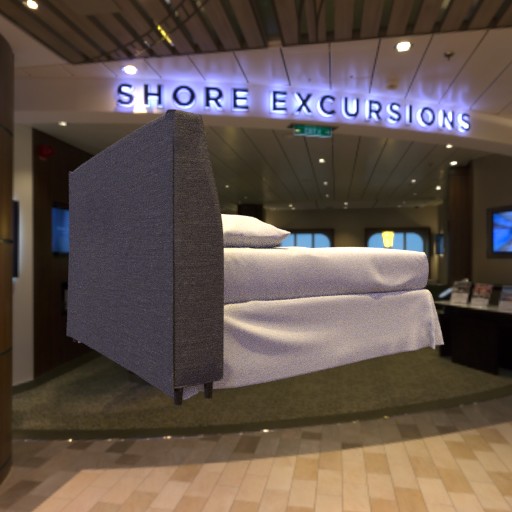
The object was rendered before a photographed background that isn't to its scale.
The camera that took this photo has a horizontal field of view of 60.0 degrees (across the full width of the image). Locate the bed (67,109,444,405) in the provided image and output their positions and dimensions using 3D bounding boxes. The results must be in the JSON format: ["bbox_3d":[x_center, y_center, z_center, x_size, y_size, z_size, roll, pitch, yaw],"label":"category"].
[{"bbox_3d":[0.000,0.000,3.346,2.276,1.332,1.925,0,0,-36],"label":"bed"}]
